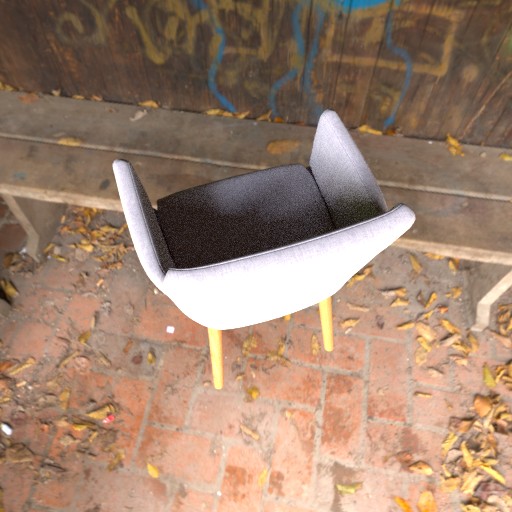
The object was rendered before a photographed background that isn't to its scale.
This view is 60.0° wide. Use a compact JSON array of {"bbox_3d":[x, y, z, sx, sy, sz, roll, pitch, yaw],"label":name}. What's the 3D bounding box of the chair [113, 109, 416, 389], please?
[{"bbox_3d":[0.000,0.000,1.184,0.570,0.780,0.540,-16,60,-10],"label":"chair"}]
